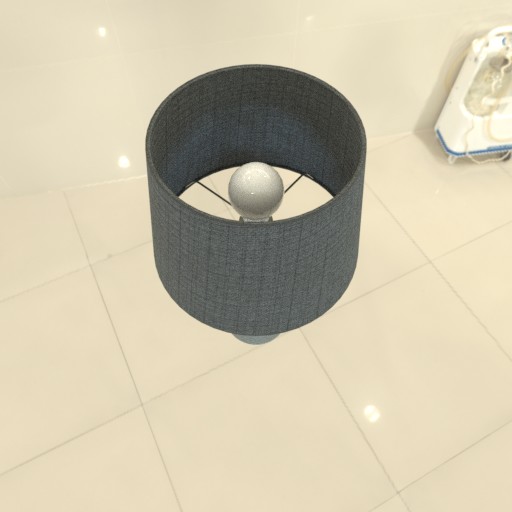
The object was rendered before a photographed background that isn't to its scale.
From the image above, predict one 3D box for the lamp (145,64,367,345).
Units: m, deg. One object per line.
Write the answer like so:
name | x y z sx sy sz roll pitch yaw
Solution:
lamp | 0.000 0.000 0.583 0.251 0.429 0.251 0 59 0
